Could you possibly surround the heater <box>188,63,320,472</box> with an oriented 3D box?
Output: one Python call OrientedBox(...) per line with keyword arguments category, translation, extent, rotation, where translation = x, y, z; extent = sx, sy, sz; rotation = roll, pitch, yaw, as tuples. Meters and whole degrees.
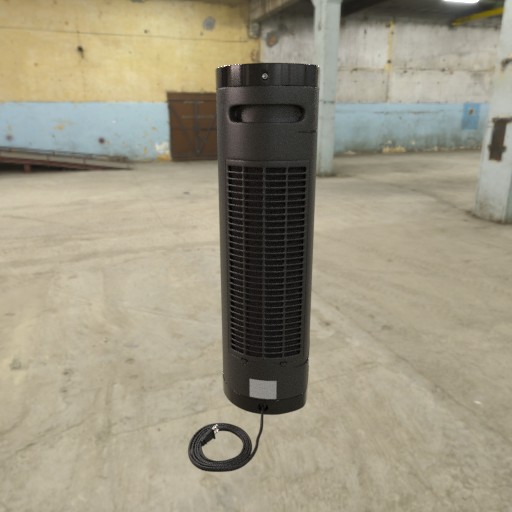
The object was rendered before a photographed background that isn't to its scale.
OrientedBox(category="heater", translation=(0.000, 0.000, 0.688), extent=(0.174, 0.552, 0.312), rotation=(3, 17, 8))
